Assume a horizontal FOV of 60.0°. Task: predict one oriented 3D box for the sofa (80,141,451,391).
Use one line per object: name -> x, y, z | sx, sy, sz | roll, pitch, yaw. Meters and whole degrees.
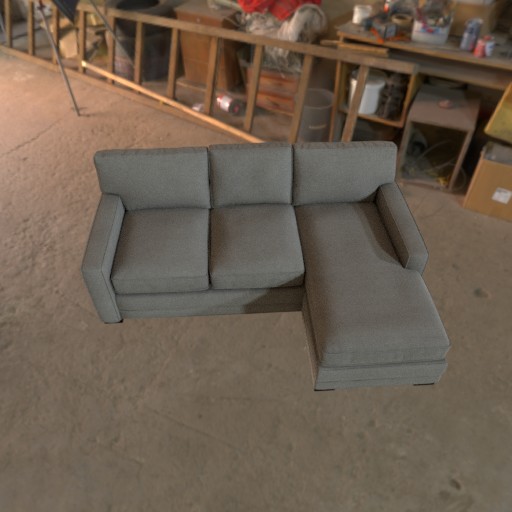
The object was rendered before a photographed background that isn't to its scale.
sofa -> 0.000, 0.000, 2.824 | 2.087, 0.861, 1.496 | -3, 46, -2
